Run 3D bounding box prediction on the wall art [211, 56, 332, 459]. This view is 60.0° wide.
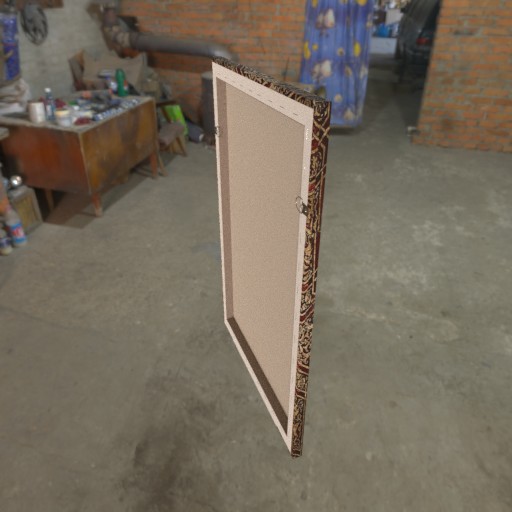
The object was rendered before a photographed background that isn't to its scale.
[{"bbox_3d":[0.000,0.000,1.175,0.030,0.904,0.599,-11,33,-18],"label":"wall art"}]
